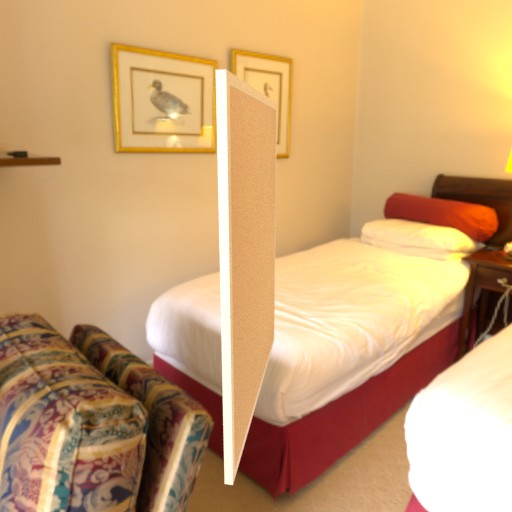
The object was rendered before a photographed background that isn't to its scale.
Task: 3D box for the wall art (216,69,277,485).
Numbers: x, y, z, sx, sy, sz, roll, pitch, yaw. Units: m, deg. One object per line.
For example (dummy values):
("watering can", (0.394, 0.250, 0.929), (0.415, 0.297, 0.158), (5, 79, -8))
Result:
("wall art", (0.000, 0.000, 0.797), (0.012, 0.557, 0.482), (2, 15, 9))
